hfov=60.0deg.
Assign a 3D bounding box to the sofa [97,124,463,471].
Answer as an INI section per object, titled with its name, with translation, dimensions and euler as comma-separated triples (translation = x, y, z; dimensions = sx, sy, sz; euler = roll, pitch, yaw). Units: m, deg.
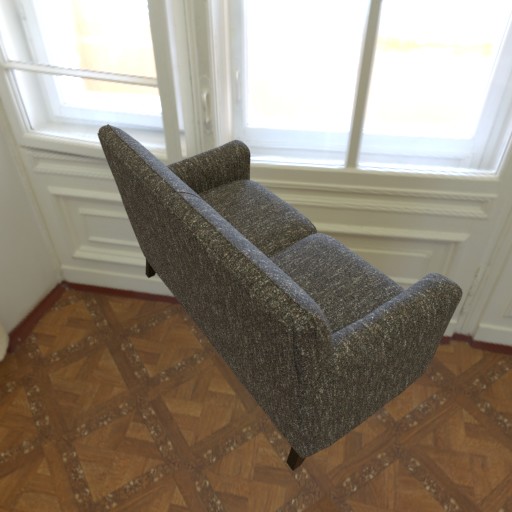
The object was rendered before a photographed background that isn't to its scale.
[sofa]
translation = 0.000, 0.000, 2.006
dimensions = 0.801, 0.946, 1.519
euler = -24, 45, -26
